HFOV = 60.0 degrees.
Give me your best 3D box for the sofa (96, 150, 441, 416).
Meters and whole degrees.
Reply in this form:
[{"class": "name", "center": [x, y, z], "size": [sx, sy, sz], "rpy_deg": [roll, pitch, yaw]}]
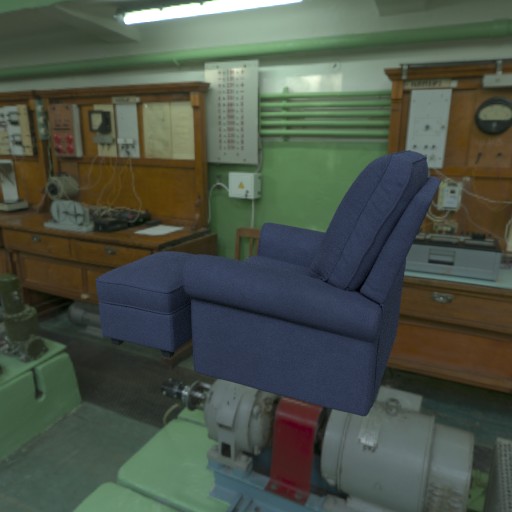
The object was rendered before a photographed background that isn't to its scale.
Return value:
[{"class": "sofa", "center": [0.000, 0.000, 2.032], "size": [1.478, 0.959, 0.880], "rpy_deg": [7, 17, 23]}]
